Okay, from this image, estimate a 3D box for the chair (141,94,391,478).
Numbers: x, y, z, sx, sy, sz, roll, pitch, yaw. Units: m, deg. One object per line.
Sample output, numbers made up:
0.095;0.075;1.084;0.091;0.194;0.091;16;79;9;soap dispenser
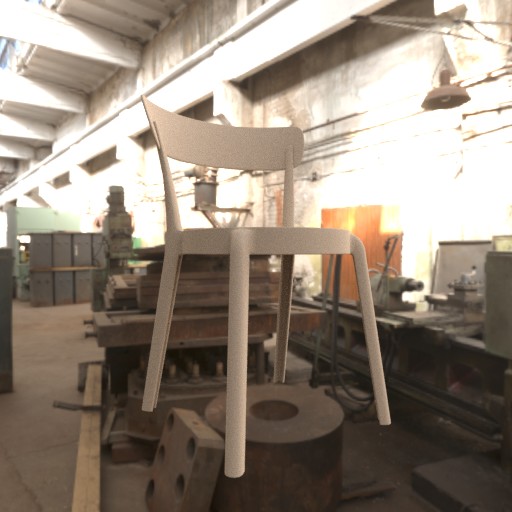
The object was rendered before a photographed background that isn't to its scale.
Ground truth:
0.000;0.000;1.110;0.506;0.790;0.491;0;1;-35;chair
